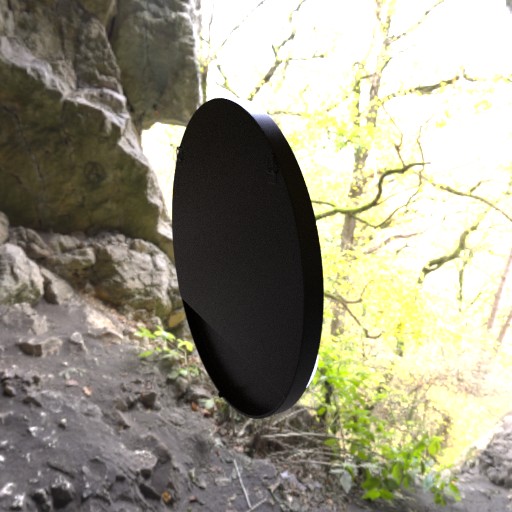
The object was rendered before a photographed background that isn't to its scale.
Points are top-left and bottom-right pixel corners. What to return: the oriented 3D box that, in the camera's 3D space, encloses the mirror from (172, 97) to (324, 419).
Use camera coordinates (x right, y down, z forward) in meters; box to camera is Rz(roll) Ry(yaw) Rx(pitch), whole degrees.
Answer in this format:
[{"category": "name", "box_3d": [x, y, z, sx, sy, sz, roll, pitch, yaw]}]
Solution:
[{"category": "mirror", "box_3d": [0.000, 0.000, 0.685, 0.133, 0.457, 0.457, -8, 17, -27]}]
